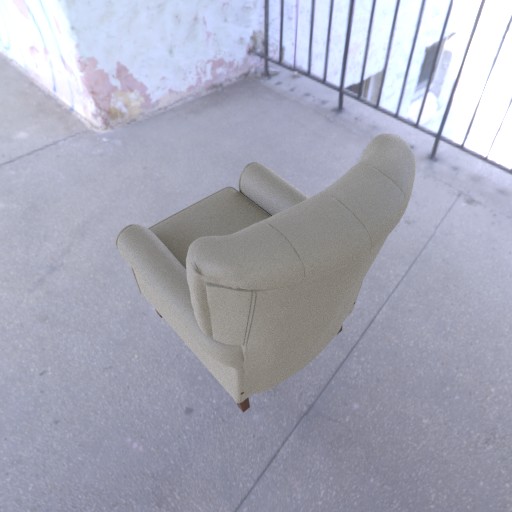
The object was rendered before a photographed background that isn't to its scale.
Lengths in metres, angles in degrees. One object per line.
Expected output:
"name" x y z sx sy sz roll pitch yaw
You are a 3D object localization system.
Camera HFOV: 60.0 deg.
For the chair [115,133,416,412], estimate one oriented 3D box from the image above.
"chair" 0.000 0.000 1.925 0.943 1.158 1.059 -32 55 -26
